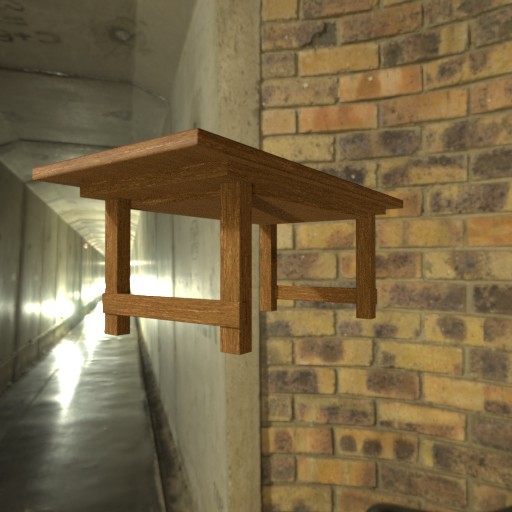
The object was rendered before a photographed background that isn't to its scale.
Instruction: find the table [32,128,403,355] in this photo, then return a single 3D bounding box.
[{"bbox_3d":[0.000,0.000,2.454,1.000,0.762,1.982,-1,-1,36],"label":"table"}]
